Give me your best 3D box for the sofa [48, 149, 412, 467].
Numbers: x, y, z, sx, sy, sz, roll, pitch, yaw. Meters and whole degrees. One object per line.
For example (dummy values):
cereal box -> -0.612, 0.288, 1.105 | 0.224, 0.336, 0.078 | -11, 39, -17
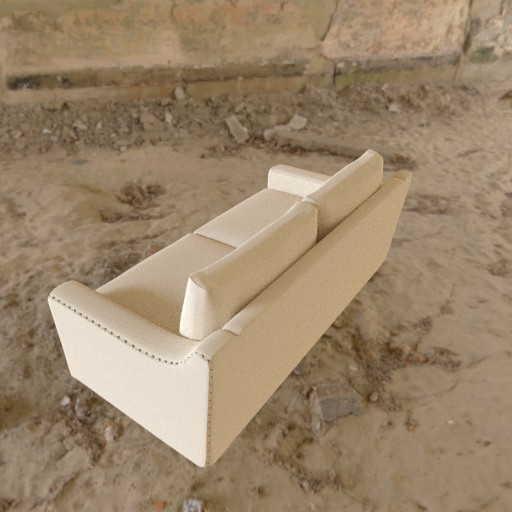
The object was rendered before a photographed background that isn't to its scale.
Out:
sofa -> 0.000, 0.000, 2.317 | 0.949, 0.830, 1.812 | 21, 38, 29
